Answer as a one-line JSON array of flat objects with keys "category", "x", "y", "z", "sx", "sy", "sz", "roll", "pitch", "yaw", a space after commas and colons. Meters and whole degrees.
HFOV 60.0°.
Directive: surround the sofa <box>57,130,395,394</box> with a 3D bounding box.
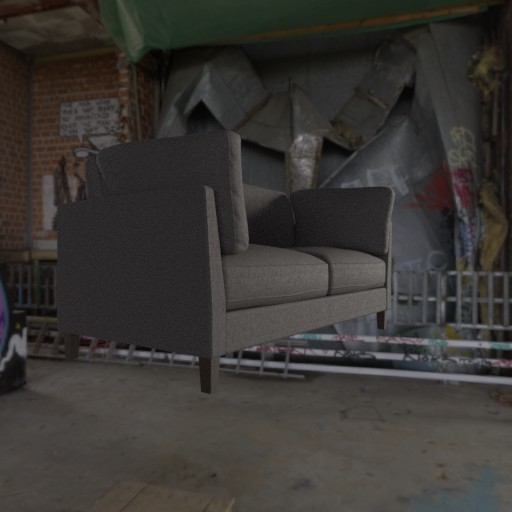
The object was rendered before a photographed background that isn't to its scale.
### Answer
[{"category": "sofa", "x": 0.000, "y": 0.000, "z": 2.380, "sx": 0.969, "sy": 0.920, "sz": 1.751, "roll": 0, "pitch": 0, "yaw": 36}]
